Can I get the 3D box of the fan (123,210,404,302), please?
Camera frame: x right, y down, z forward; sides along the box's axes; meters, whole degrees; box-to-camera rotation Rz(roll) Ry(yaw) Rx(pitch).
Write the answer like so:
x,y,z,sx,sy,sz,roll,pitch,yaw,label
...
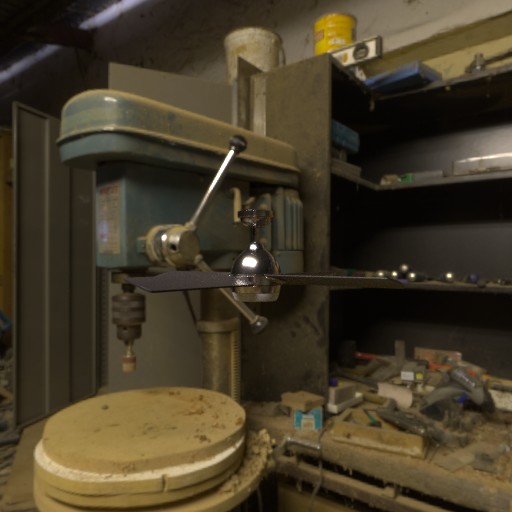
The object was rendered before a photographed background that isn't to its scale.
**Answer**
x,y,z,sx,sy,sz,roll,pitch,yaw,label
0.000,0.000,2.023,1.332,0.403,1.332,0,-1,38,fan
